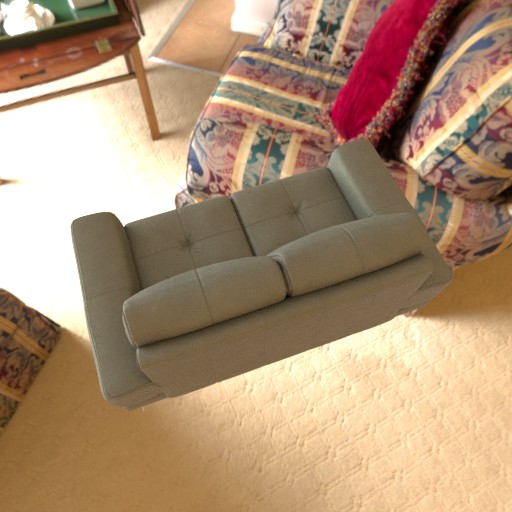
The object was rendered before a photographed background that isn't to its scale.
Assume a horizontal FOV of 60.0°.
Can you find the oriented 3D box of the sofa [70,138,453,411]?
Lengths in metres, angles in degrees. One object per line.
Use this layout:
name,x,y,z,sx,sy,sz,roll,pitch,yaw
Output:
sofa,0.000,0.000,2.360,1.806,0.907,1.018,-17,62,-9
